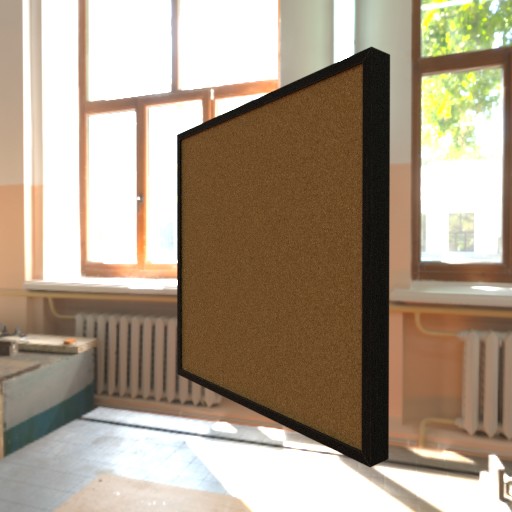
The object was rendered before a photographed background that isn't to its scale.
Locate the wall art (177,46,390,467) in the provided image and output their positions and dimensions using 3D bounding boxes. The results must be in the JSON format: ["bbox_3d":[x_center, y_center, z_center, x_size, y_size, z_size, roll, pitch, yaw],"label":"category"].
[{"bbox_3d":[0.000,0.000,0.744,0.036,0.506,0.506,-1,1,-37],"label":"wall art"}]
